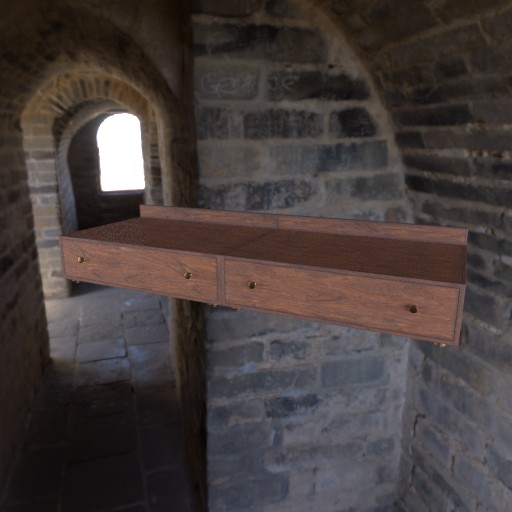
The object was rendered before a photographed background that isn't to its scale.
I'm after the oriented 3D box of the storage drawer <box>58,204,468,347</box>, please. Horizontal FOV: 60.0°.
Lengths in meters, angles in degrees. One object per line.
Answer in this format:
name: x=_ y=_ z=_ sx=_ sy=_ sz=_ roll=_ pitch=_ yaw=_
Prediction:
storage drawer: x=0.000 y=0.000 z=2.241 sx=1.914 sy=0.339 sz=0.774 roll=7 pitch=16 yaw=24
